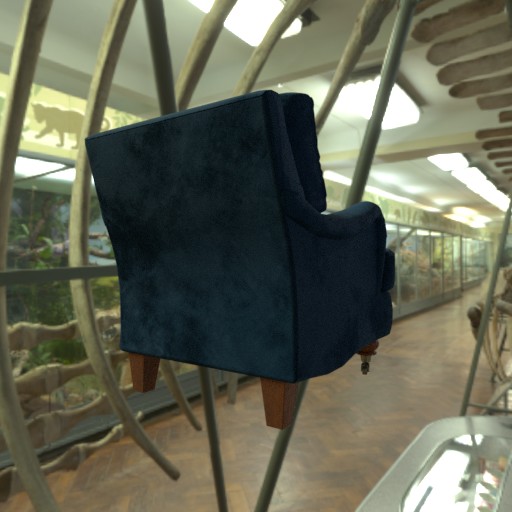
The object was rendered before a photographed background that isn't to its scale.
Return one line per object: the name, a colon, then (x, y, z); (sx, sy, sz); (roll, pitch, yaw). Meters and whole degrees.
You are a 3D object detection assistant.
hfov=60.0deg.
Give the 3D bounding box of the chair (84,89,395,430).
chair: (0.000, 0.000, 1.858); (0.895, 1.076, 1.078); (0, 0, 35)
